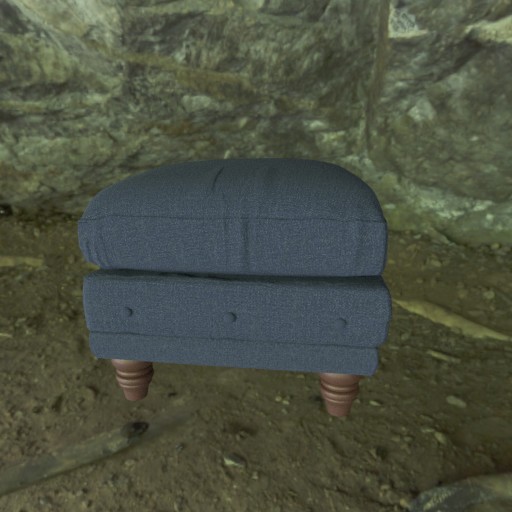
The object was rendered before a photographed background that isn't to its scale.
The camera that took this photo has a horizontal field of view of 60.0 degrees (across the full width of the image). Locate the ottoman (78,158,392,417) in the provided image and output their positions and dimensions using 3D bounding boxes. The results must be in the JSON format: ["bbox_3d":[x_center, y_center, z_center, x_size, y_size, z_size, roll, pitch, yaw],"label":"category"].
[{"bbox_3d":[0.000,0.000,1.130,0.558,0.486,0.767,2,13,8],"label":"ottoman"}]
